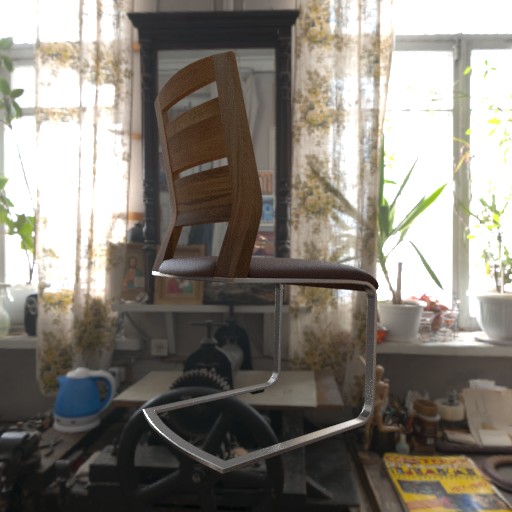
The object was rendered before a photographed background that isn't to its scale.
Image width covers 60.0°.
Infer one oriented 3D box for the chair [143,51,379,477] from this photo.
[{"bbox_3d":[0.000,0.000,1.298,0.570,0.970,0.460,0,0,-36],"label":"chair"}]
